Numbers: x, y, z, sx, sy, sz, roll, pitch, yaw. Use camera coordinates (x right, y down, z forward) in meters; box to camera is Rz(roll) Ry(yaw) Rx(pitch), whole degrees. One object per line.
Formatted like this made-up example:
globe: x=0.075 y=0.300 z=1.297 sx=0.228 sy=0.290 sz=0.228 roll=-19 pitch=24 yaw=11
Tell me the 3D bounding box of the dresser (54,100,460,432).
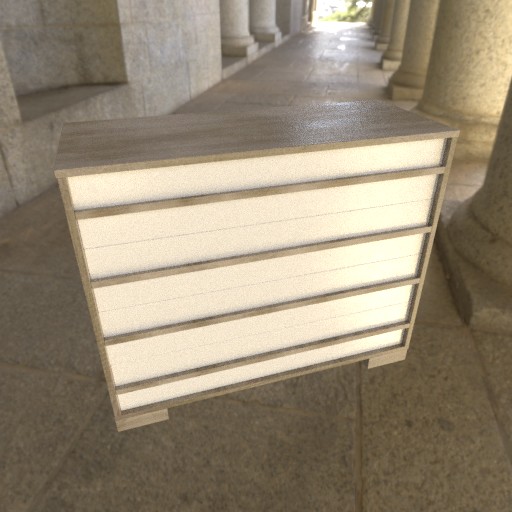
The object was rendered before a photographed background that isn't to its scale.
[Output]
dresser: x=0.000 y=0.000 z=1.404 sx=0.994 sy=0.816 sz=0.404 roll=-9 pitch=32 yaw=-15
